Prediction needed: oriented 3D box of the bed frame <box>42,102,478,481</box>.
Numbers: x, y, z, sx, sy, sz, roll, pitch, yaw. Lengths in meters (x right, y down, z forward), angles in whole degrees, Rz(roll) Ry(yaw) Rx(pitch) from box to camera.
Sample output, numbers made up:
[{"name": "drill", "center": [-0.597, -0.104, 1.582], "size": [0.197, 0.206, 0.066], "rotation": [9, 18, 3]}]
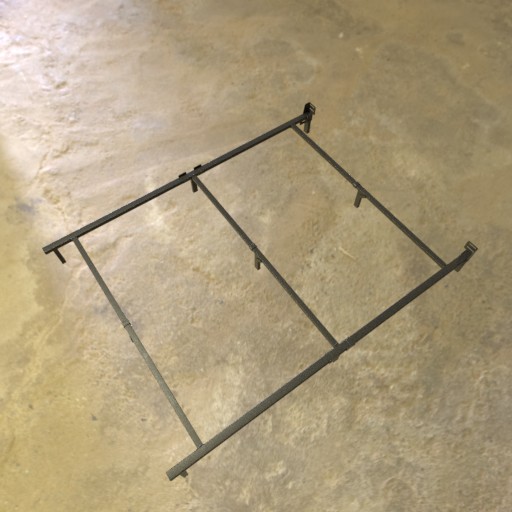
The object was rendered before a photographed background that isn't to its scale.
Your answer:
[{"name": "bed frame", "center": [0.000, 0.000, 2.598], "size": [1.990, 0.248, 1.498], "rotation": [-32, 64, -17]}]
